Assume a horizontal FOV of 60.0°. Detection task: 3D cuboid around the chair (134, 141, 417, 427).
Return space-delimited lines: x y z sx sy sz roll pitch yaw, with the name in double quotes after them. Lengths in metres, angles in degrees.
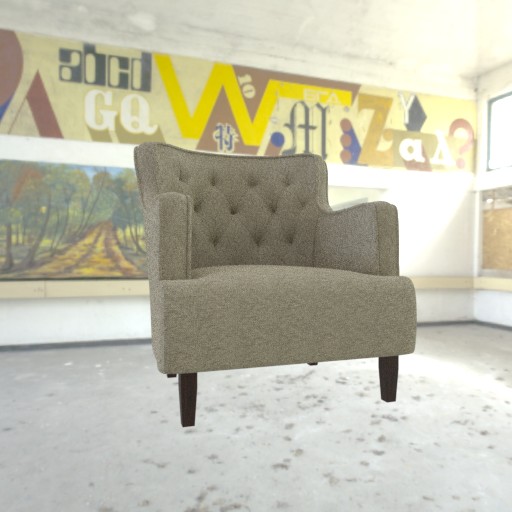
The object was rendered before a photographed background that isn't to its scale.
0.000 0.000 1.668 0.820 0.920 0.910 0 0 -18 "chair"
